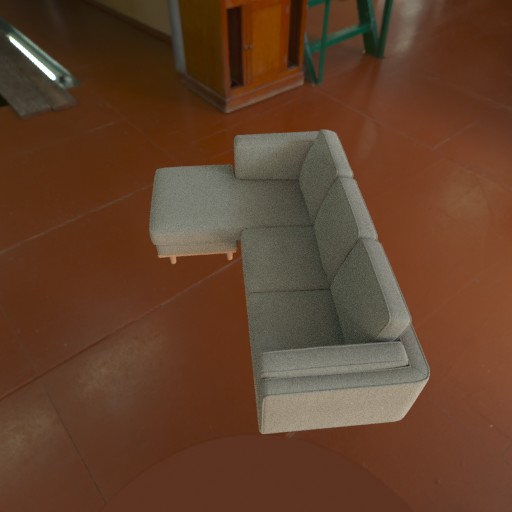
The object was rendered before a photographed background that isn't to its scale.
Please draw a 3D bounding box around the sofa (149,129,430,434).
[{"bbox_3d":[0.000,0.000,3.199,1.604,0.929,2.411,-4,47,-4],"label":"sofa"}]
